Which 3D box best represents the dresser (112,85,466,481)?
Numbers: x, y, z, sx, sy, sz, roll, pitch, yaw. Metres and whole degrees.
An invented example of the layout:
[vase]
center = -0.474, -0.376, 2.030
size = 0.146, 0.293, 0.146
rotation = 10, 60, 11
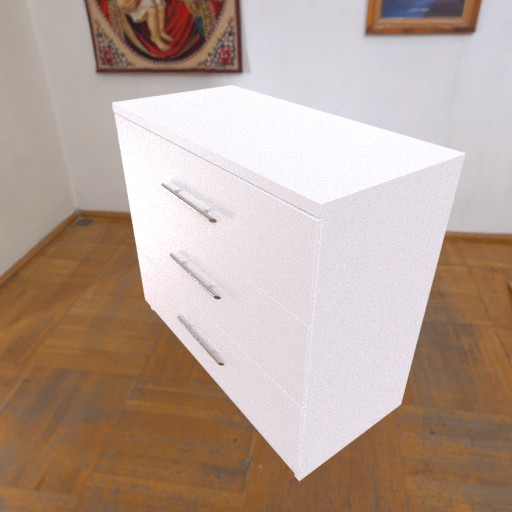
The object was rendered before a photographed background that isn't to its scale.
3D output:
[dresser]
center = 0.000, 0.000, 1.250
size = 0.420, 0.740, 0.830
rotation = -21, 38, -30
